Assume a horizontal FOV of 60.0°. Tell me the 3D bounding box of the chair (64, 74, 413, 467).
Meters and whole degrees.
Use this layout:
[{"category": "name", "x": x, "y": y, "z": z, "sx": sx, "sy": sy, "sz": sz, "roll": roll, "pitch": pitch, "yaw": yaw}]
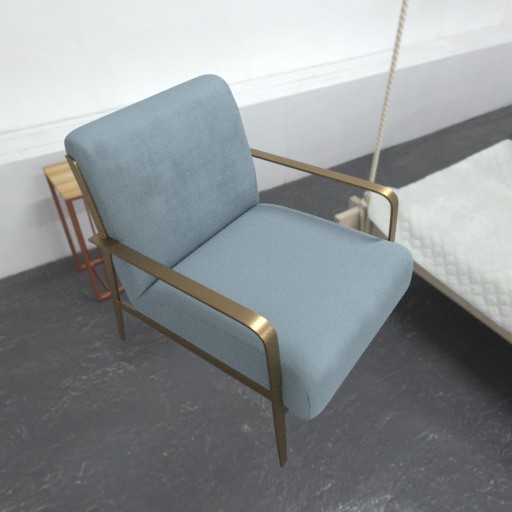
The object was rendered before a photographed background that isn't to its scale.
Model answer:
[{"category": "chair", "x": 0.000, "y": 0.000, "z": 1.409, "sx": 0.842, "sy": 0.824, "sz": 0.701, "roll": 27, "pitch": 48, "yaw": 27}]
